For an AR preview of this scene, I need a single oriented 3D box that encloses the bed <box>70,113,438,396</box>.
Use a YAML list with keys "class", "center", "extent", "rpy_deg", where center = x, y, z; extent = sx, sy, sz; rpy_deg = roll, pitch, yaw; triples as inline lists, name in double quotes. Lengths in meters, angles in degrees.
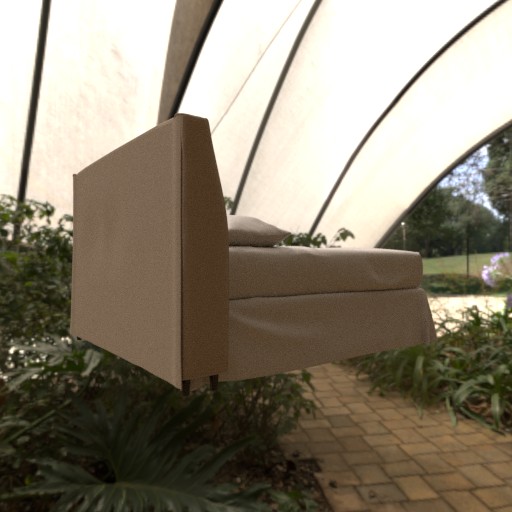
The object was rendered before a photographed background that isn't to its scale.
- class: "bed"
  center: [0.000, 0.000, 3.441]
  extent: [2.276, 1.332, 1.925]
  rpy_deg: [0, -1, -37]
